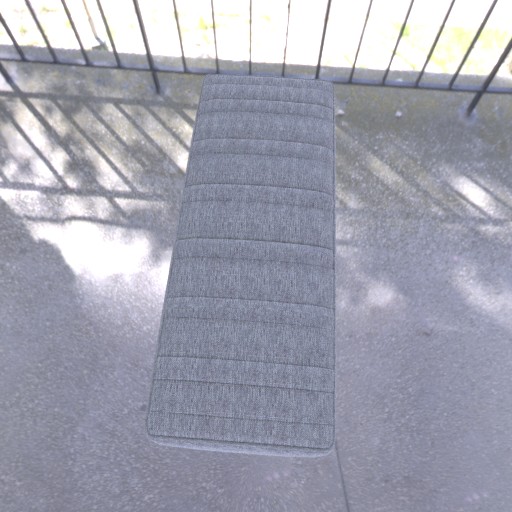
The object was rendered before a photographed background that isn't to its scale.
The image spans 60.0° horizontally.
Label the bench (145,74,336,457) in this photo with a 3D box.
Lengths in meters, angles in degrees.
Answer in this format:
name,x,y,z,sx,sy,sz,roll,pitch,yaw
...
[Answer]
name,x,y,z,sx,sy,sz,roll,pitch,yaw
bench,0.000,0.000,1.348,0.429,0.470,1.100,4,65,2
